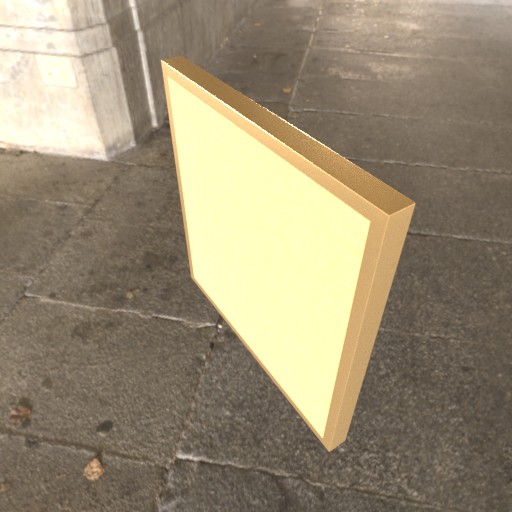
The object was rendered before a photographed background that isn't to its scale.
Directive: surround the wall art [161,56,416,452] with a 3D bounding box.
[{"bbox_3d":[0.000,0.000,0.452,0.023,0.305,0.305,-24,48,-24],"label":"wall art"}]
